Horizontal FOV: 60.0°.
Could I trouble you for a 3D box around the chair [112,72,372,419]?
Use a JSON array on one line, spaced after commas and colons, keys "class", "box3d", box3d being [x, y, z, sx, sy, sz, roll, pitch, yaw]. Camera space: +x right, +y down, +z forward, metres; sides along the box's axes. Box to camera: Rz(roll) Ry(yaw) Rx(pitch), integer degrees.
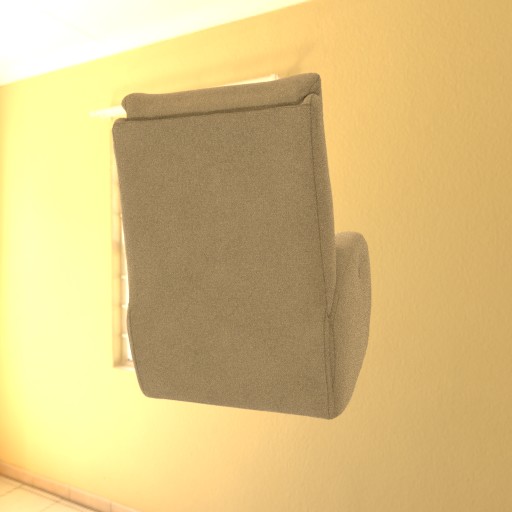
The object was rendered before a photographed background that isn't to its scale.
[{"class": "chair", "box3d": [0.000, 0.000, 1.648, 0.794, 1.021, 0.940, 0, 2, 18]}]
